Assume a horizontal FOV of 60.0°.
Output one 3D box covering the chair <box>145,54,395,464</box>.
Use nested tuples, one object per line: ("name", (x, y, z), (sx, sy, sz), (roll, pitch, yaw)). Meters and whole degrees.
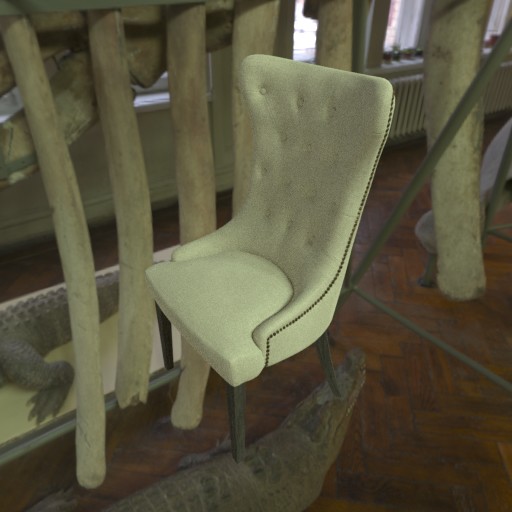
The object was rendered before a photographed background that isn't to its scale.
("chair", (0.000, 0.000, 1.376), (0.590, 1.065, 0.584), (-21, 38, -30))
